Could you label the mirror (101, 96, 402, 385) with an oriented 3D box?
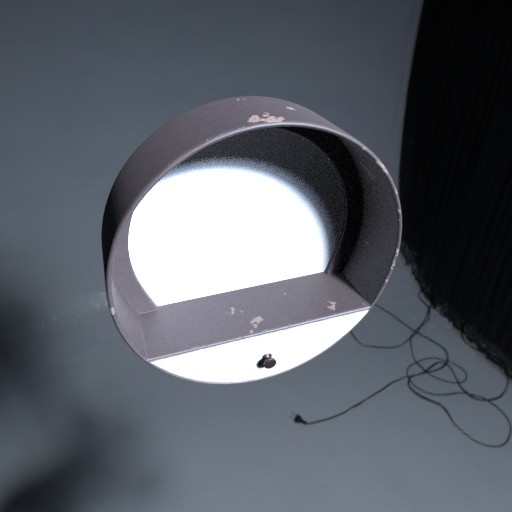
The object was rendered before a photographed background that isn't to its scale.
[{"bbox_3d":[0.000,0.000,0.592,0.386,0.386,0.126,-11,35,-15],"label":"mirror"}]
